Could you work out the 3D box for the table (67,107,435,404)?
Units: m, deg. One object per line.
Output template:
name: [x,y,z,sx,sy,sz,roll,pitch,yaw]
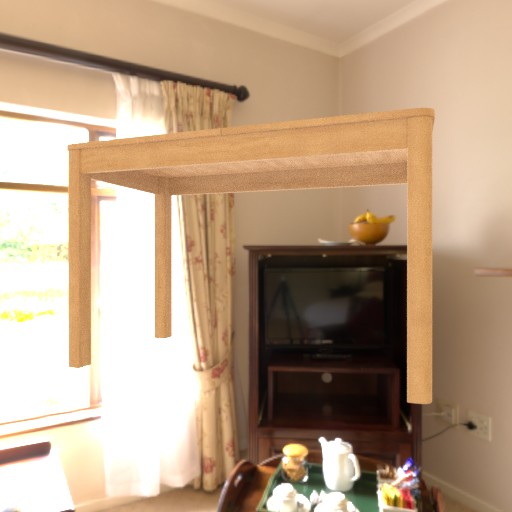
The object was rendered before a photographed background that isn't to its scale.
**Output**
table: [0.000,0.000,1.911,1.400,0.900,0.750,0,0,19]
